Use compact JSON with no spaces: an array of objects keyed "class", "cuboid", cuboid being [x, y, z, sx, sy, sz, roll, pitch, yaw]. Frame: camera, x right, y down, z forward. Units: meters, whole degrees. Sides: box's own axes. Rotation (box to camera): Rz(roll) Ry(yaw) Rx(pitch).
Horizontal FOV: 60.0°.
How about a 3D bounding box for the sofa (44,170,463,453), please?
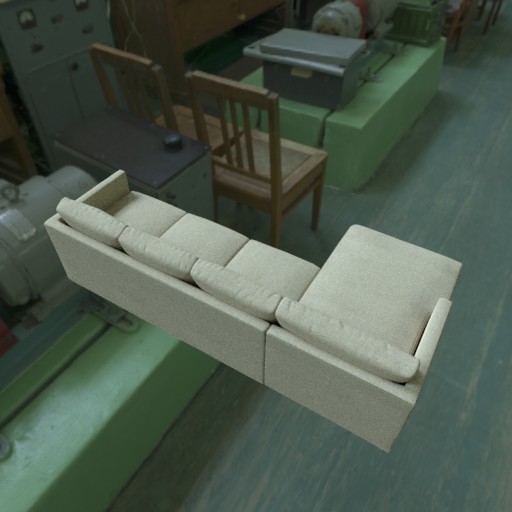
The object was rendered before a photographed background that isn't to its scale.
[{"class":"sofa","cuboid":[0.000,0.000,3.836,3.205,0.922,1.650,23,50,21]}]
